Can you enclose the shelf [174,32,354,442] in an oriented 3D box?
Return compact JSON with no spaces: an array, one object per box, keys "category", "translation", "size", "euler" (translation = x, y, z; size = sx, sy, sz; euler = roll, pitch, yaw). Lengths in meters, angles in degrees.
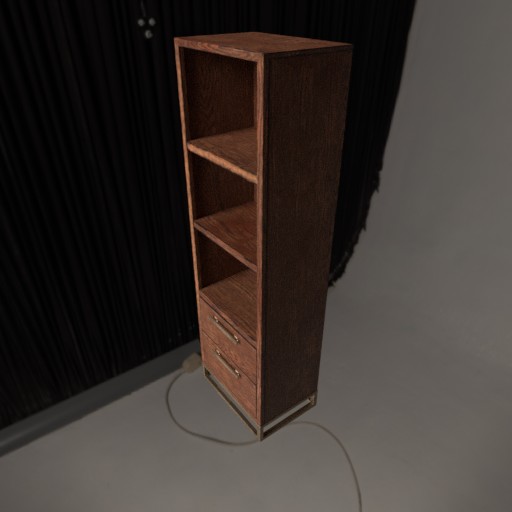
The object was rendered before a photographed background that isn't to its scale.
[{"category":"shelf","translation":[0.000,0.000,1.973],"size":[0.395,1.732,0.539],"euler":[-21,38,-31]}]
